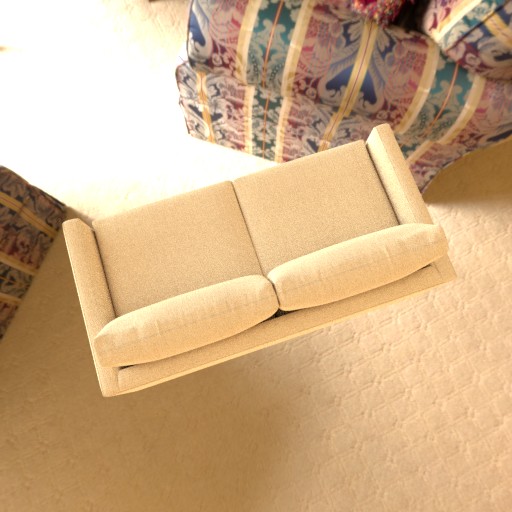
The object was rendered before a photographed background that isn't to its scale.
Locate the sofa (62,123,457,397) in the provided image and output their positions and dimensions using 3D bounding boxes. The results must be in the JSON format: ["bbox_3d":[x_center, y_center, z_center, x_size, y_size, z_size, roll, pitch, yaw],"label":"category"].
[{"bbox_3d":[0.000,0.000,2.161,1.651,0.812,0.839,-18,77,-4],"label":"sofa"}]
